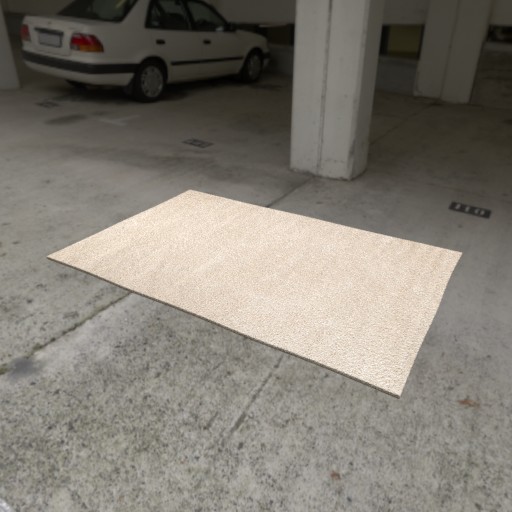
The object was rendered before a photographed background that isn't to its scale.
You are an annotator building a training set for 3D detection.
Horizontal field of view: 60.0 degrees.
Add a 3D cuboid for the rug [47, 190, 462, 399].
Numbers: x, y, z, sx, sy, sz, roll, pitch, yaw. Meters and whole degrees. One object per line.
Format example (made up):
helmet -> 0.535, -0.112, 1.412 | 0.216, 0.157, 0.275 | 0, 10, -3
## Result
rug -> 0.000, 0.000, 2.970 | 2.346, 0.025, 1.500 | 16, 33, 27
